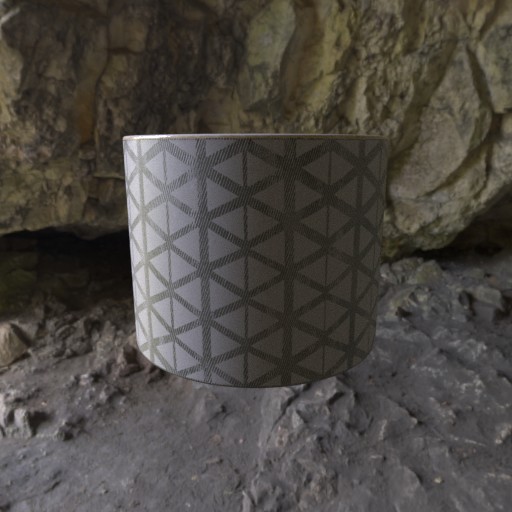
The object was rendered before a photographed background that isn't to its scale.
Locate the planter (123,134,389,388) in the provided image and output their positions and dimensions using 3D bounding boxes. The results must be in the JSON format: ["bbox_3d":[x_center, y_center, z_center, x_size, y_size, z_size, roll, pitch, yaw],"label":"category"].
[{"bbox_3d":[0.000,0.000,0.351,0.190,0.181,0.190,0,14,0],"label":"planter"}]
